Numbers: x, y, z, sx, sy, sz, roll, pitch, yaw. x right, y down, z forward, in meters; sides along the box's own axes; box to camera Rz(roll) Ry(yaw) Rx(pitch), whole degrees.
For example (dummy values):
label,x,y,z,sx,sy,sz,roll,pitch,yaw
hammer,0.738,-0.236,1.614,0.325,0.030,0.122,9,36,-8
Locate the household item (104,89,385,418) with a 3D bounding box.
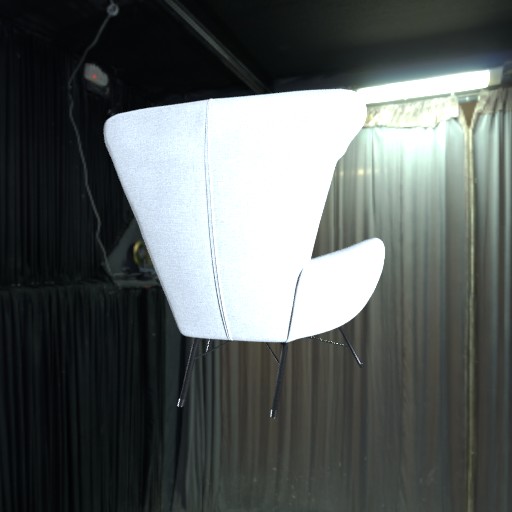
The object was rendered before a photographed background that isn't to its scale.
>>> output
label,x,y,z,sx,sy,sz,roll,pitch,yaw
household item,0.000,0.000,1.787,0.980,1.050,0.900,0,0,17
